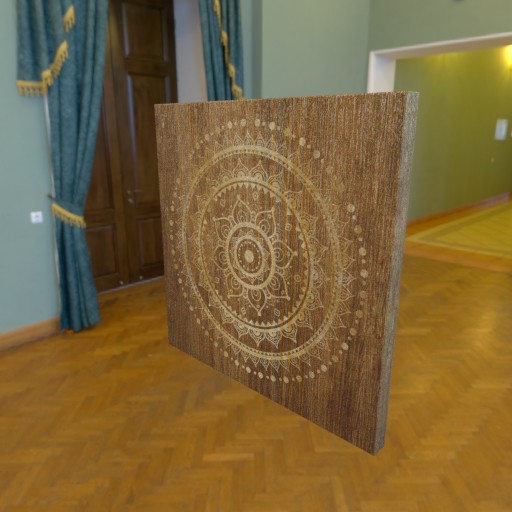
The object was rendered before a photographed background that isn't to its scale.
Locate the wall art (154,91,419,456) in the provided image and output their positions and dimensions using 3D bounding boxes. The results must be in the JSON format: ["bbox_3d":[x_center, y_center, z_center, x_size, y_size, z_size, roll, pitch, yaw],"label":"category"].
[{"bbox_3d":[0.000,0.000,0.906,0.611,0.608,0.042,14,21,41],"label":"wall art"}]
